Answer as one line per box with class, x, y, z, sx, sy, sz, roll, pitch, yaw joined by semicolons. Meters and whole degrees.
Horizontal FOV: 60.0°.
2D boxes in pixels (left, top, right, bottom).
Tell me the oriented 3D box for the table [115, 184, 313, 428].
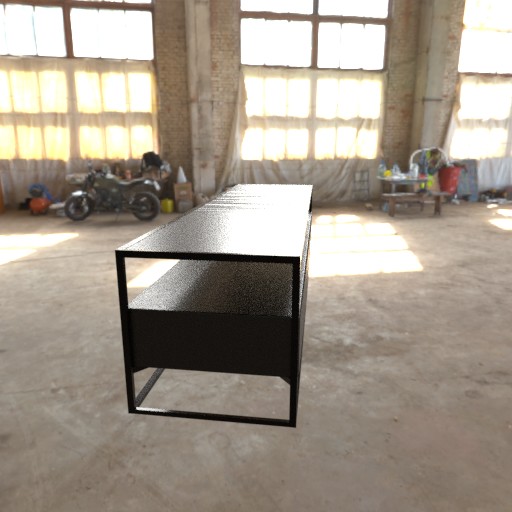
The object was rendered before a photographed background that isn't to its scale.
table;0.000;0.000;1.676;0.399;0.395;1.486;2;15;8
